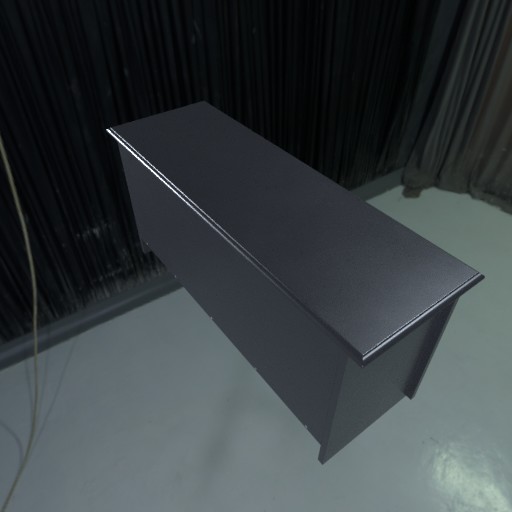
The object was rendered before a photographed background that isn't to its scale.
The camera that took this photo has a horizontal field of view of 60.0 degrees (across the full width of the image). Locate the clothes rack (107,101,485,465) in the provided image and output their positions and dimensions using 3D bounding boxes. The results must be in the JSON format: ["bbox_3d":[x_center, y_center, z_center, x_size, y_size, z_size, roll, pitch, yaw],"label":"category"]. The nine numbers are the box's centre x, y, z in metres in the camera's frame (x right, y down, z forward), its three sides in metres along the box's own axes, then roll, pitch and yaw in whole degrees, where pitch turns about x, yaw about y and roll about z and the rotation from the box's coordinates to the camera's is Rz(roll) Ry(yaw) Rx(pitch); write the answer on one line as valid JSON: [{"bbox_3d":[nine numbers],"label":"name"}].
[{"bbox_3d":[0.000,0.000,1.470,0.406,0.556,1.219,-27,48,-26],"label":"clothes rack"}]
